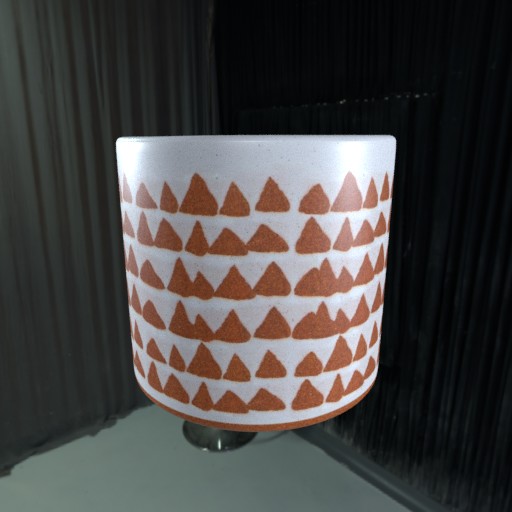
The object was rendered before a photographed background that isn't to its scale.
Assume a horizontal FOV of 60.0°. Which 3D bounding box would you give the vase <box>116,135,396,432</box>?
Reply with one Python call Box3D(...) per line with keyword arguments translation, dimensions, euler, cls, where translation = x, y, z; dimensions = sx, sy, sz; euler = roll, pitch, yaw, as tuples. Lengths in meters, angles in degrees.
Box3D(translation=(0.000, 0.000, 0.242), dimensions=(0.137, 0.127, 0.137), euler=(0, 15, 0), cls="vase")
